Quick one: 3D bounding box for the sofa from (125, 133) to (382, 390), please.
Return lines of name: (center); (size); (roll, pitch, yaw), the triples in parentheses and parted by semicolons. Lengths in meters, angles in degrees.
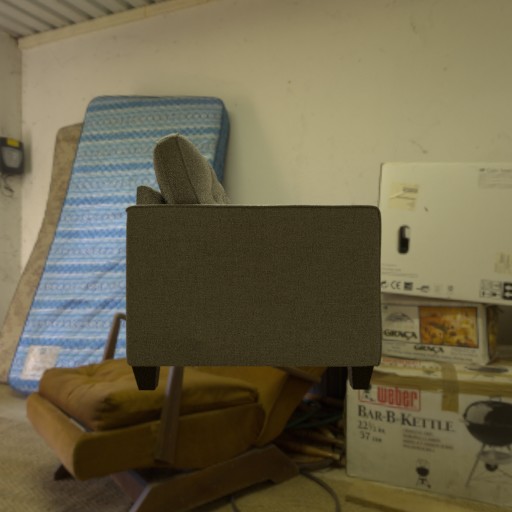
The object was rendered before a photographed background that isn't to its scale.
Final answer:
sofa: (0.000, 0.000, 2.618); (0.939, 0.965, 2.133); (0, 0, 0)
